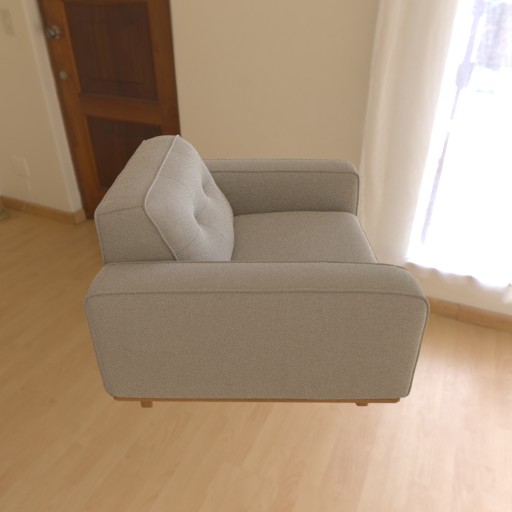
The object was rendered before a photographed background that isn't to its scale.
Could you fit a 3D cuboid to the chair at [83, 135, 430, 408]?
[{"bbox_3d":[0.000,0.000,1.729,0.953,0.779,1.115,0,31,0],"label":"chair"}]
